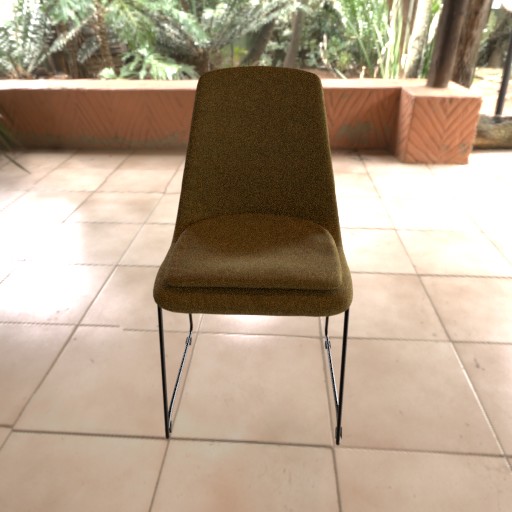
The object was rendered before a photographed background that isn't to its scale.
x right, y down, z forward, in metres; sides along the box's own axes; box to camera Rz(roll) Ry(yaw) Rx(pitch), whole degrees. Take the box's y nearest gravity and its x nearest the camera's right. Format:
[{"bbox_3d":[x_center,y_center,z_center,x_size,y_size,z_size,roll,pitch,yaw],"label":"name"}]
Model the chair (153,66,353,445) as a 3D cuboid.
[{"bbox_3d":[0.000,0.000,1.136,0.479,0.849,0.496,1,30,2],"label":"chair"}]
